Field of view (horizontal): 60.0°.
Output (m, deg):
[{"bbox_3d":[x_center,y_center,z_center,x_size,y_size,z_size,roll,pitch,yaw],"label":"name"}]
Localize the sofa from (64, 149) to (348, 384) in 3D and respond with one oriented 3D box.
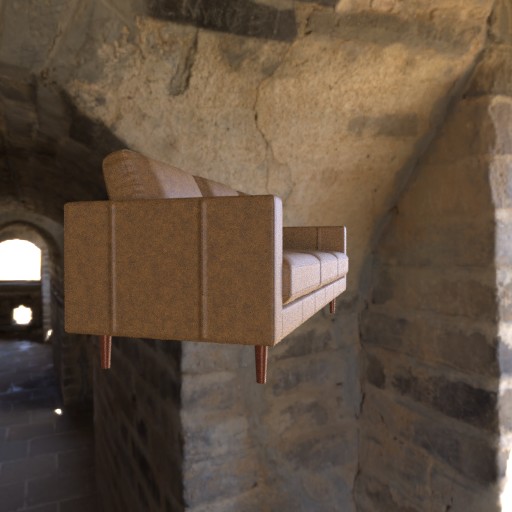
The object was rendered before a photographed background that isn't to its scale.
[{"bbox_3d":[0.000,0.000,2.691,0.903,0.930,2.231,0,1,18],"label":"sofa"}]
